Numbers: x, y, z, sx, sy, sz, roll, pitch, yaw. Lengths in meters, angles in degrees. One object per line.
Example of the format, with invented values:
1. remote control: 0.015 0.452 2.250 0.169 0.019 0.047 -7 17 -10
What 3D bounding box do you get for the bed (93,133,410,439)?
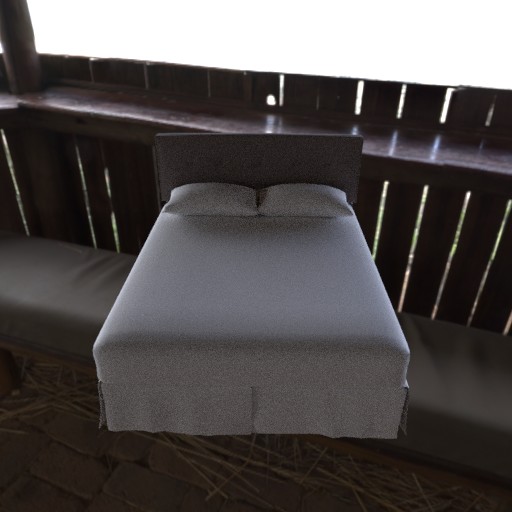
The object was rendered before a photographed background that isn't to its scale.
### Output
1. bed: 0.000 0.000 2.837 1.610 1.089 1.894 1 30 1
